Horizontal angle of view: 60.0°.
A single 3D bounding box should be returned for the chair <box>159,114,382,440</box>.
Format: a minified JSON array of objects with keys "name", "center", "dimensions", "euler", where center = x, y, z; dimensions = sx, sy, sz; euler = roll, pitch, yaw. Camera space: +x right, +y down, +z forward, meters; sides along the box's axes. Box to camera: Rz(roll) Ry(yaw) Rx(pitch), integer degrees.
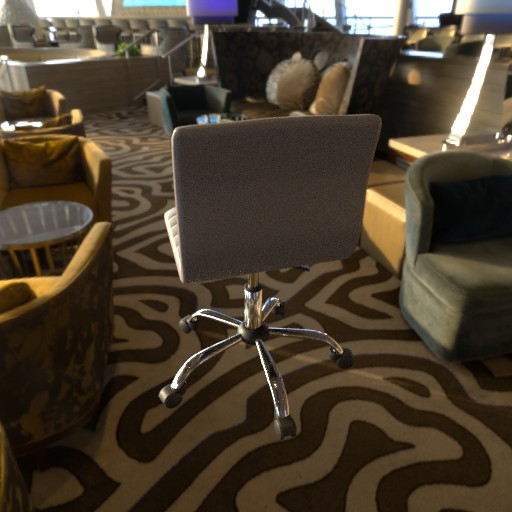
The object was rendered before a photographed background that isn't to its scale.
[{"name":"chair","center":[0.000,0.000,1.121],"dimensions":[0.569,0.750,0.542],"euler":[-8,29,-15]}]
